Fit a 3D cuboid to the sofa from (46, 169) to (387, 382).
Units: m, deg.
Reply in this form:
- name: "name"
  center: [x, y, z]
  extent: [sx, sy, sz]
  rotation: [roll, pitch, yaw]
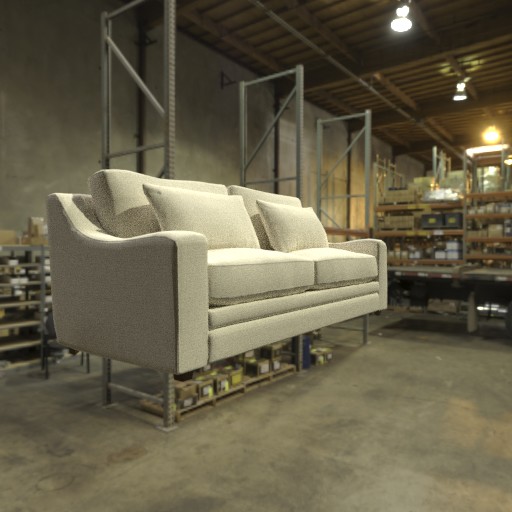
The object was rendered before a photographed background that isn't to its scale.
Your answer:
- name: "sofa"
  center: [0.000, 0.000, 3.063]
  extent: [1.009, 1.022, 2.470]
  rotation: [1, 1, 36]
